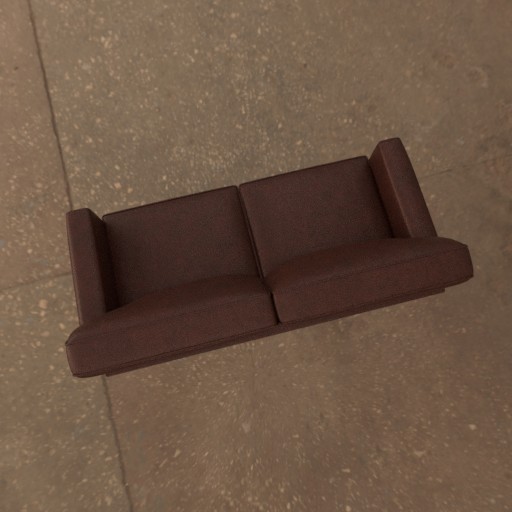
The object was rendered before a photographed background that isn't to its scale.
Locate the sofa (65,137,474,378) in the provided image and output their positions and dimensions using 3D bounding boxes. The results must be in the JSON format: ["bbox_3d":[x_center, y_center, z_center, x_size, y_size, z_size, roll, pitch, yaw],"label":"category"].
[{"bbox_3d":[0.000,0.000,2.395,1.876,0.928,0.912,-13,75,-4],"label":"sofa"}]
